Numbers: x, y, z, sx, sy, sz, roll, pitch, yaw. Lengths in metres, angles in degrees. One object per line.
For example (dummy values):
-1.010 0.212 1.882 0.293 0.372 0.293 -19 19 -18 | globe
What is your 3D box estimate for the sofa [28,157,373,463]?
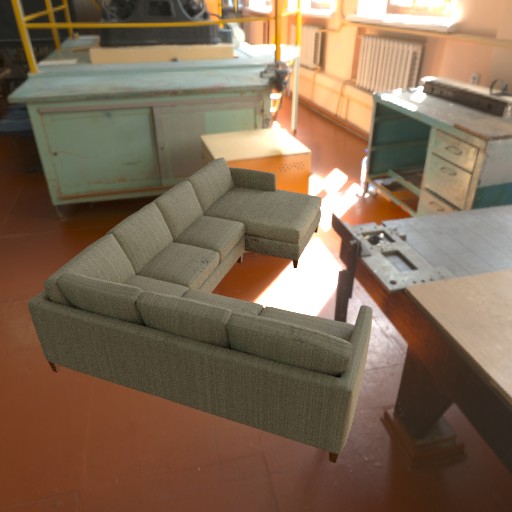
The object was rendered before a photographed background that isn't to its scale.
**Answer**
0.000 0.000 4.580 2.594 0.961 3.460 11 32 18 | sofa
